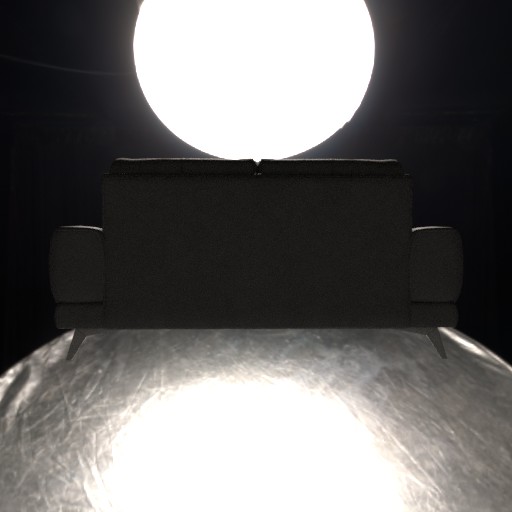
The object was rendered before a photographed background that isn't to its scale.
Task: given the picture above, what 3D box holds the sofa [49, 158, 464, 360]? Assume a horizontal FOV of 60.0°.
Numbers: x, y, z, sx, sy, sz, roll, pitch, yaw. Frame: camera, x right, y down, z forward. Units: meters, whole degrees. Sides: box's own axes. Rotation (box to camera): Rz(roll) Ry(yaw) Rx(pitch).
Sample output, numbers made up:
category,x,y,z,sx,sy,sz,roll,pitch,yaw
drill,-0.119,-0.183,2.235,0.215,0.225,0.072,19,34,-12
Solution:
category,x,y,z,sx,sy,sz,roll,pitch,yaw
sofa,0.000,0.000,2.376,1.806,0.907,1.018,0,-1,-1
